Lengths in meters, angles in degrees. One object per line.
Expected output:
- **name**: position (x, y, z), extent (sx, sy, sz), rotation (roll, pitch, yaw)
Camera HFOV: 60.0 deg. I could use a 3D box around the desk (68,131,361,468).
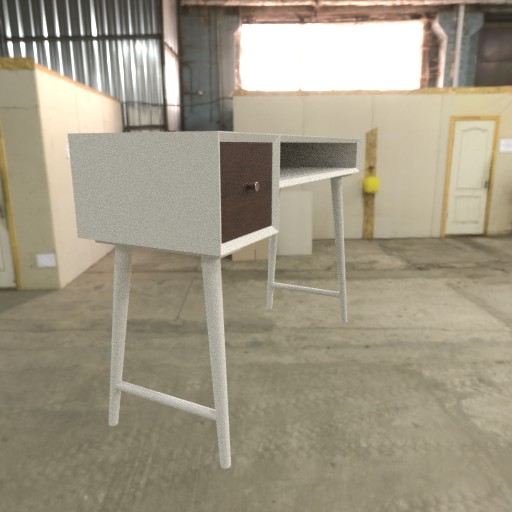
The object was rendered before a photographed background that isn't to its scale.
- **desk**: position (0.000, 0.000, 1.464), extent (0.409, 0.761, 1.069), rotation (7, 16, 26)
